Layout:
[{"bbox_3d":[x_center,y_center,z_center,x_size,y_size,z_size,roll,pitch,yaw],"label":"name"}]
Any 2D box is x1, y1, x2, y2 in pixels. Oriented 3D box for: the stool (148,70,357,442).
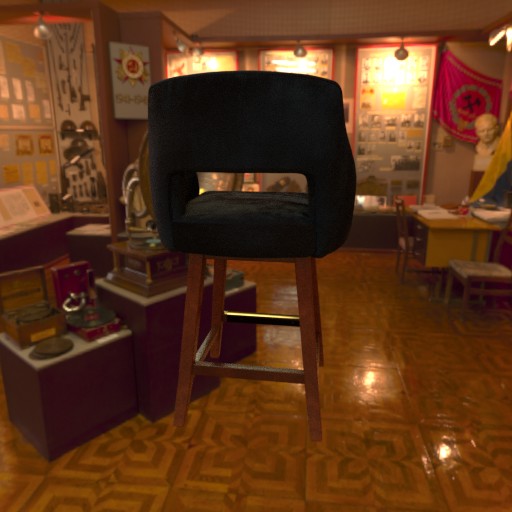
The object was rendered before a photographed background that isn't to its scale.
[{"bbox_3d":[0.000,0.000,1.296,0.550,0.940,0.560,2,15,9],"label":"stool"}]
